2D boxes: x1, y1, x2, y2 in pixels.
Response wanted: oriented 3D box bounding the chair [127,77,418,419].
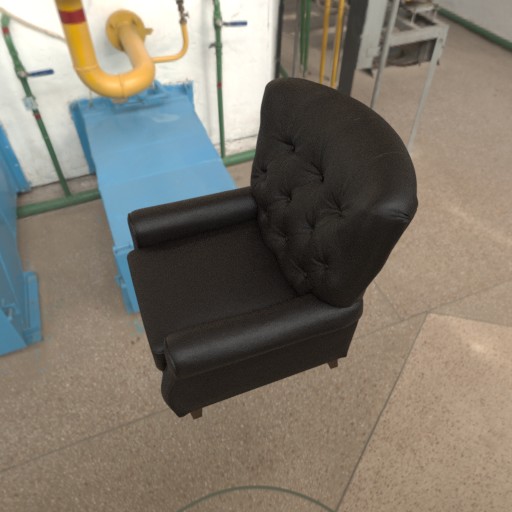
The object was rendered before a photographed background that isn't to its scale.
[{"bbox_3d":[0.000,0.000,1.897,1.058,1.158,0.948,-16,49,-14],"label":"chair"}]
